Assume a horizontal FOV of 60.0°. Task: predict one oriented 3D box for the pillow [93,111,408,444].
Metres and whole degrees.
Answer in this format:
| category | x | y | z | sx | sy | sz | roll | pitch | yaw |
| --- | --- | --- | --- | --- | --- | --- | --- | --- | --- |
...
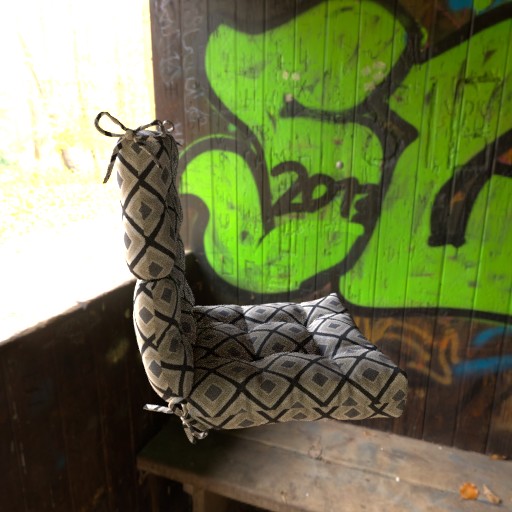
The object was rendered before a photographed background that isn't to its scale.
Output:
| category | x | y | z | sx | sy | sz | roll | pitch | yaw |
| --- | --- | --- | --- | --- | --- | --- | --- | --- | --- |
| pillow | 0.000 | 0.000 | 1.009 | 0.571 | 0.605 | 0.519 | -2 | 15 | -7 |
